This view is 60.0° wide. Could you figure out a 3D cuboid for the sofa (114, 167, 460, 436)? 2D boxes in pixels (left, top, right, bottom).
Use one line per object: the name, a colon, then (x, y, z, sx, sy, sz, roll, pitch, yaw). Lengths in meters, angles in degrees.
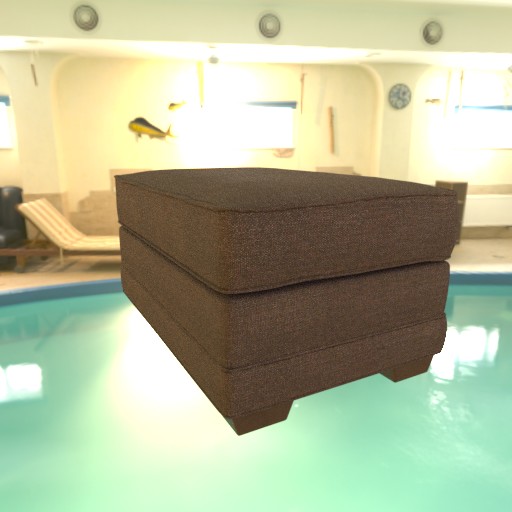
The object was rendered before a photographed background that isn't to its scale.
sofa: (0.000, 0.000, 1.221, 0.578, 0.457, 0.854, -8, 16, -28)
